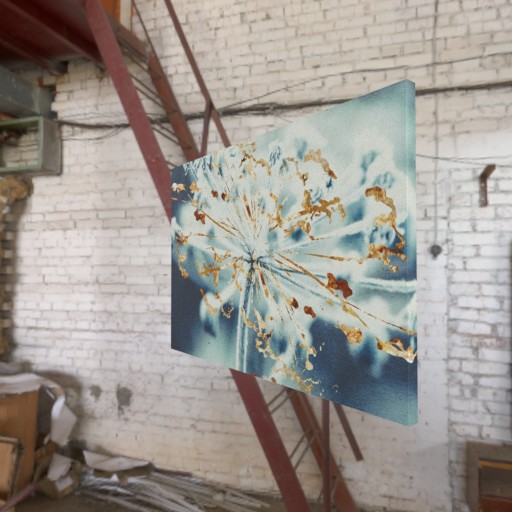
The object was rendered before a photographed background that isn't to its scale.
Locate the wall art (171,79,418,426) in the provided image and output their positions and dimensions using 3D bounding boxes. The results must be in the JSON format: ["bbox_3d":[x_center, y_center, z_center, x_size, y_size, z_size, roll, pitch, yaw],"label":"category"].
[{"bbox_3d":[0.000,0.000,1.431,0.035,0.759,1.138,1,-2,-37],"label":"wall art"}]
